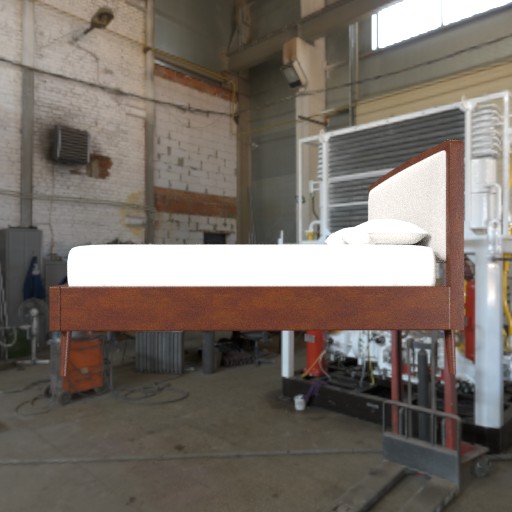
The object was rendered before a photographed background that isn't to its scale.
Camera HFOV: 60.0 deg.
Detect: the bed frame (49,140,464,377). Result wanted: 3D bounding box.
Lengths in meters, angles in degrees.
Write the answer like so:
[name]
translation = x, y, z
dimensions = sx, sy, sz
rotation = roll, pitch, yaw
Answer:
[bed frame]
translation = 0.000, 0.000, 3.112
dimensions = 2.171, 1.279, 1.587
rotation = 0, 0, -1
